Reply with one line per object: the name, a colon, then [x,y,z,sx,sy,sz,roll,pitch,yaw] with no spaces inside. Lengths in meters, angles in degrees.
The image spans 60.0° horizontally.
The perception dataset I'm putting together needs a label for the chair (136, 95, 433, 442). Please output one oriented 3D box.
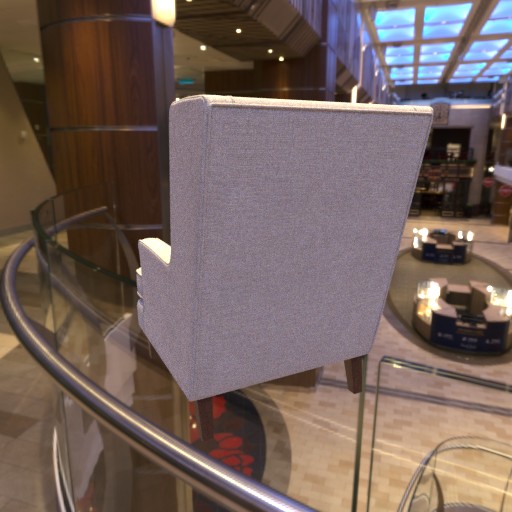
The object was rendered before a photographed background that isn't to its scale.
chair: [0.000,0.000,1.724,0.764,1.082,0.948,-7,16,-26]
